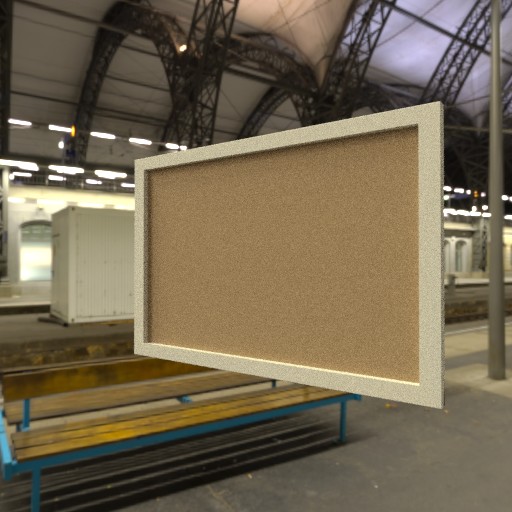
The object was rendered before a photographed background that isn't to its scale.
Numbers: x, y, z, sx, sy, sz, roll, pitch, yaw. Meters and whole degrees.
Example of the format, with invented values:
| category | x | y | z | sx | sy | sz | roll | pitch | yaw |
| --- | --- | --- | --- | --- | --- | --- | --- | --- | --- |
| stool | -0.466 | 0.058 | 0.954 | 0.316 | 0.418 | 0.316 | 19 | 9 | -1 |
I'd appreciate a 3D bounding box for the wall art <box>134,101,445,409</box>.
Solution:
| category | x | y | z | sx | sy | sz | roll | pitch | yaw |
| --- | --- | --- | --- | --- | --- | --- | --- | --- | --- |
| wall art | 0.000 | 0.000 | 1.442 | 1.144 | 0.767 | 0.038 | 0 | -1 | 35 |
